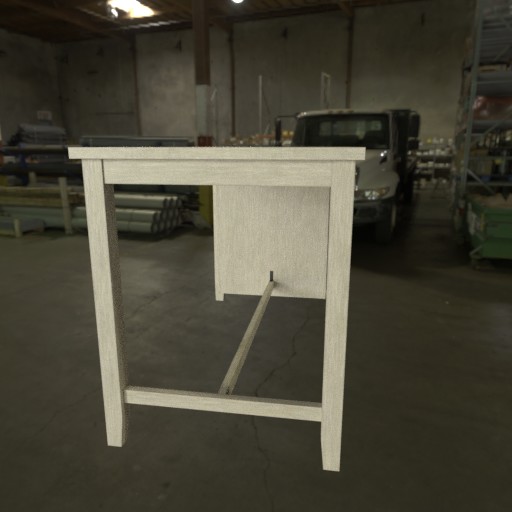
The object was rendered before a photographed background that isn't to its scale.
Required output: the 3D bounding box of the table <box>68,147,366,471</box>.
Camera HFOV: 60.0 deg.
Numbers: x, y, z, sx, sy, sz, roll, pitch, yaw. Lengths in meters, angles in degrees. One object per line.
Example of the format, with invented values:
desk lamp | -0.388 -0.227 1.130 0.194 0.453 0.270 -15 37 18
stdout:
table | 0.000 0.000 1.830 0.729 0.874 1.397 2 14 9
